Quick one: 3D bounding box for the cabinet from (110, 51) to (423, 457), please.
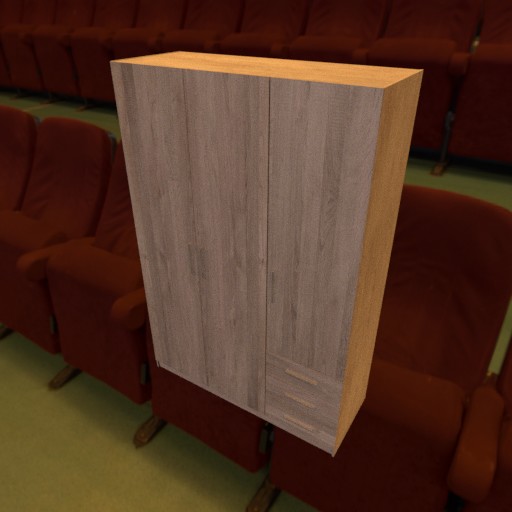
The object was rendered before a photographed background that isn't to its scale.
[{"bbox_3d":[0.000,0.000,2.398,1.290,1.910,0.510,18,35,27],"label":"cabinet"}]
